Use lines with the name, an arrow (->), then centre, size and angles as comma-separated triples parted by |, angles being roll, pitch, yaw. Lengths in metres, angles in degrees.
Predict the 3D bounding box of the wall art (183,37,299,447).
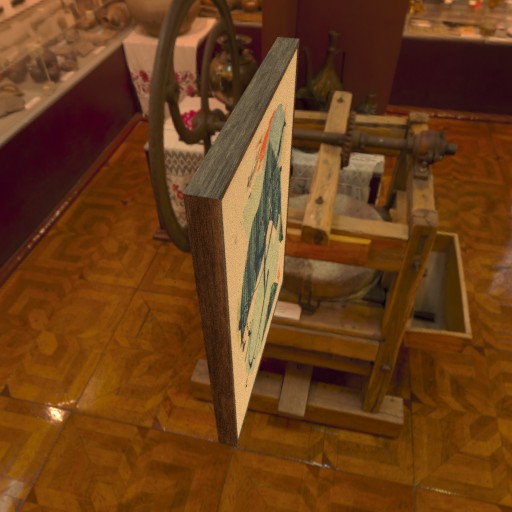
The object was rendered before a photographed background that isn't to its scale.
wall art -> 0.000, 0.000, 1.358 | 0.063, 1.016, 0.762 | 10, 46, 10
